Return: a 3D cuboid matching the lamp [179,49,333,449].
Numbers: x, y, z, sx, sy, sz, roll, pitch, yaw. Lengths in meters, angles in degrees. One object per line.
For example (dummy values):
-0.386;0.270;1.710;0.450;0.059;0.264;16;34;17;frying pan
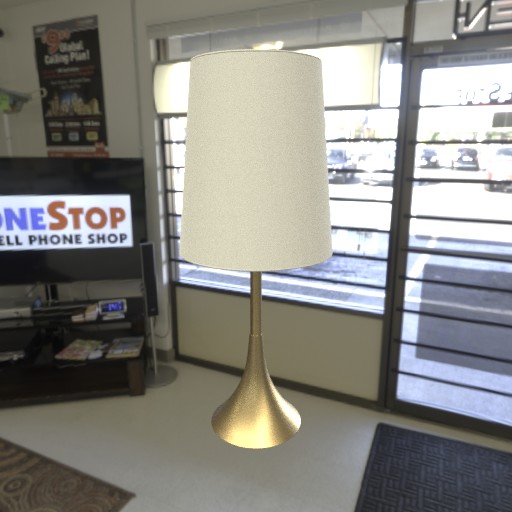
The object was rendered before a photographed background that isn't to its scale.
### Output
0.000;0.000;0.679;0.231;0.569;0.231;0;14;0;lamp
